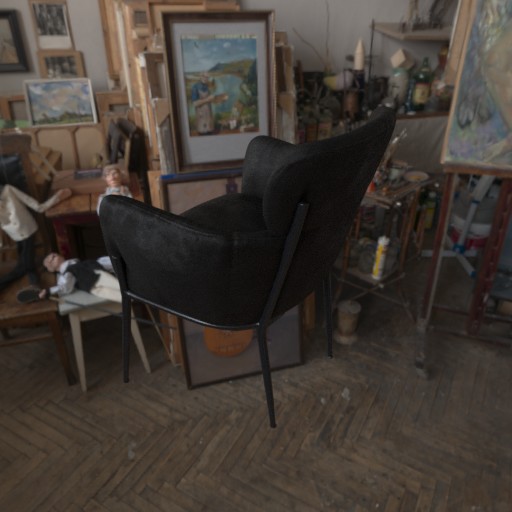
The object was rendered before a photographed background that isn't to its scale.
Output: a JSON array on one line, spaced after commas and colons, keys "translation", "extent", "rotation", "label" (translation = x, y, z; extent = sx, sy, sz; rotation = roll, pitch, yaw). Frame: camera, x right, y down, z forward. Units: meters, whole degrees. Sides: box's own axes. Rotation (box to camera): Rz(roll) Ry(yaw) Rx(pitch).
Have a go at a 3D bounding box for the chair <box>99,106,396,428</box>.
[{"translation": [0.000, 0.000, 1.229], "extent": [0.604, 0.818, 0.640], "rotation": [21, 37, 30], "label": "chair"}]
